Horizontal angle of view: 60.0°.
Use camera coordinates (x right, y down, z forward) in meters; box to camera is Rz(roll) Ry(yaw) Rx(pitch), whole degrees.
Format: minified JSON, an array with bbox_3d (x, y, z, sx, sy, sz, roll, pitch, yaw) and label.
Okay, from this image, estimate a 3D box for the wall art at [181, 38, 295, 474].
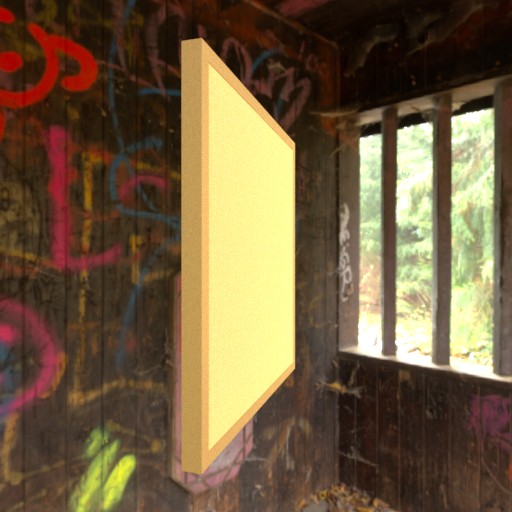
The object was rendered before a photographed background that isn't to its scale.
[{"bbox_3d":[0.000,0.000,2.891,0.099,1.926,1.926,0,0,17],"label":"wall art"}]
